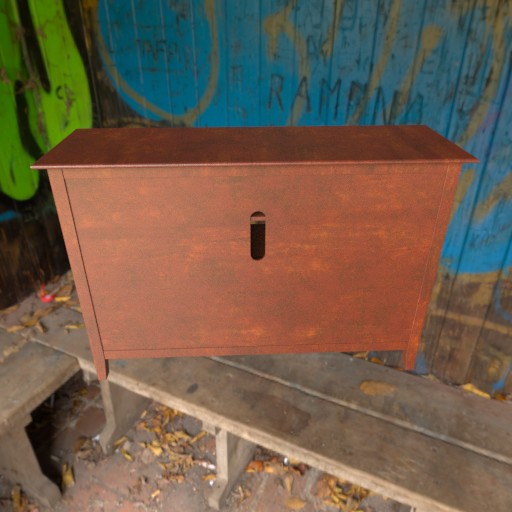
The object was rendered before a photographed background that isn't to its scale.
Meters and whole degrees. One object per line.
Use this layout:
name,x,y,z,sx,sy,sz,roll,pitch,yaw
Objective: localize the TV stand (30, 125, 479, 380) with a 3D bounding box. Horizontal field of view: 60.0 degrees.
TV stand,0.000,0.000,1.768,1.372,0.915,0.445,-1,30,-2
